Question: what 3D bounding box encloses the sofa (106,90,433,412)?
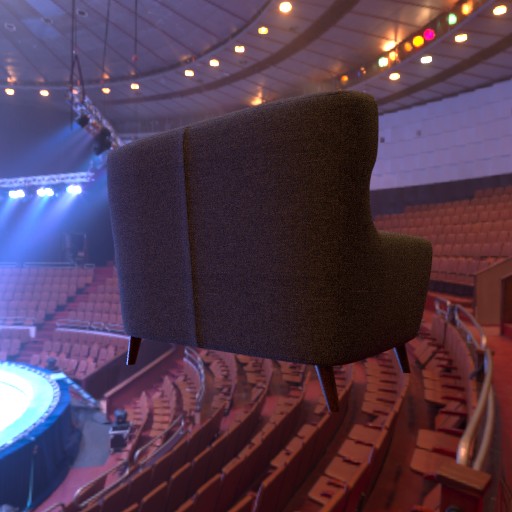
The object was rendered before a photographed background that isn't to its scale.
[{"bbox_3d":[0.000,0.000,2.009,1.358,1.028,0.874,-1,-2,38],"label":"sofa"}]
